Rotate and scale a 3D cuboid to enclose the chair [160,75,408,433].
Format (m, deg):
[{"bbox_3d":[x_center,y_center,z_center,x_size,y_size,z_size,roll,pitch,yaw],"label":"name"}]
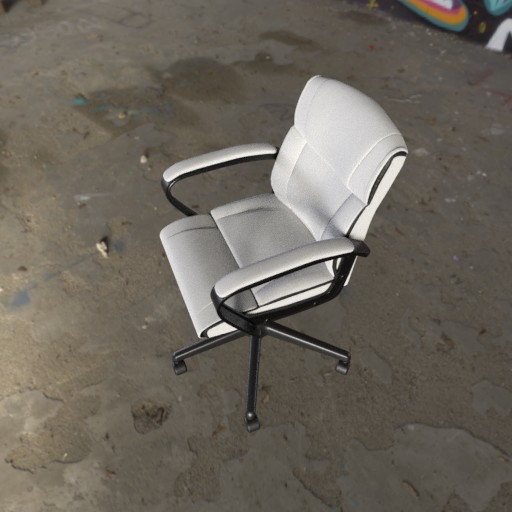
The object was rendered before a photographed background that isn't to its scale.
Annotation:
[{"bbox_3d":[0.000,0.000,1.491,0.717,1.004,0.739,-17,49,-15],"label":"chair"}]
